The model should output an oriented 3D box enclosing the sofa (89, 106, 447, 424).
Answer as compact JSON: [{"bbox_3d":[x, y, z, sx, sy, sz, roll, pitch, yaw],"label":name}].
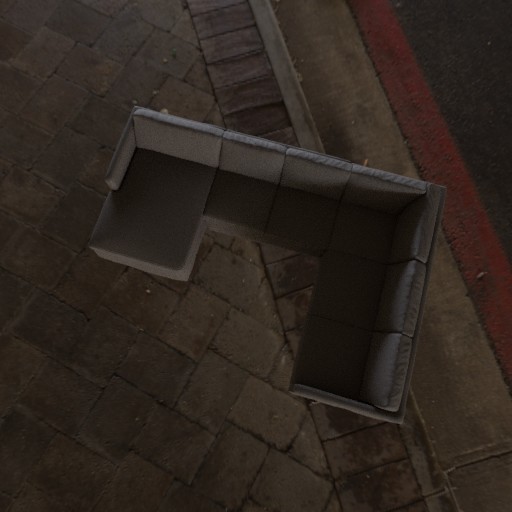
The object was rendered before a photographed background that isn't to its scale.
[{"bbox_3d":[0.000,0.000,4.666,3.528,0.878,2.476,16,75,4],"label":"sofa"}]
